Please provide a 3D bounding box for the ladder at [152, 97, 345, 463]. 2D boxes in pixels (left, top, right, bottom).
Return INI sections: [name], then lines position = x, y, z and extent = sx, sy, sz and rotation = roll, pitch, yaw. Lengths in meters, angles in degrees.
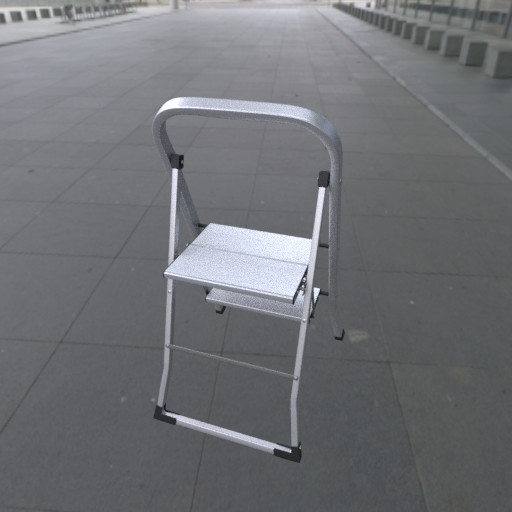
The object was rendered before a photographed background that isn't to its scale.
[ladder]
position = 0.000, 0.000, 1.159
extent = 0.465, 0.830, 0.530
rotation = 10, 32, 16
